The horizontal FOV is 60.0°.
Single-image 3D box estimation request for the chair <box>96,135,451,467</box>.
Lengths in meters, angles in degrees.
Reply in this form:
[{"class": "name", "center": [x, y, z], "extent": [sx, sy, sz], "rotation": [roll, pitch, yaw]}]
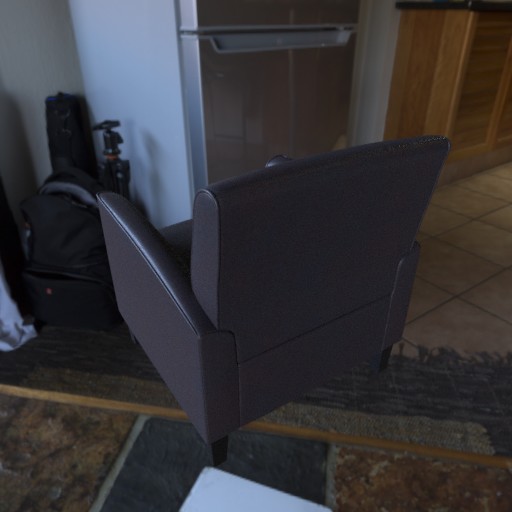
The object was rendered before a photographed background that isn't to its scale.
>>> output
[{"class": "chair", "center": [0.000, 0.000, 1.530], "extent": [0.820, 0.916, 0.819], "rotation": [-18, 35, -29]}]
